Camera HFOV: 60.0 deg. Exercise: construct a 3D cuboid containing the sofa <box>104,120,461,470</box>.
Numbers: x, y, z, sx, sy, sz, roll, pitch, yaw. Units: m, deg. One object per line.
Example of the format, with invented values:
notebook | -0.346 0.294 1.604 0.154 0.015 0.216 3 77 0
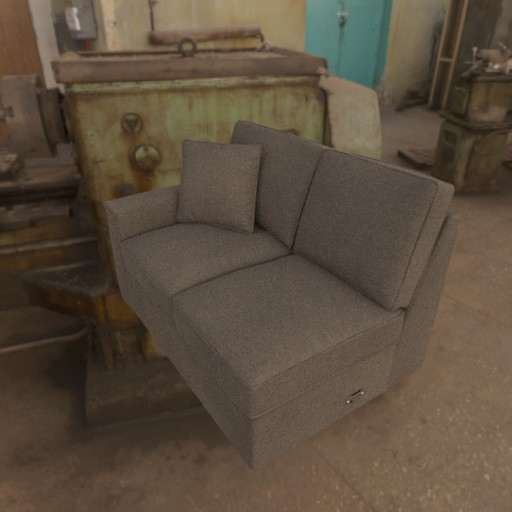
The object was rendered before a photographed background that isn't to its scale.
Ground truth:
sofa | 0.000 0.000 2.079 0.991 0.989 1.388 -19 34 -29
